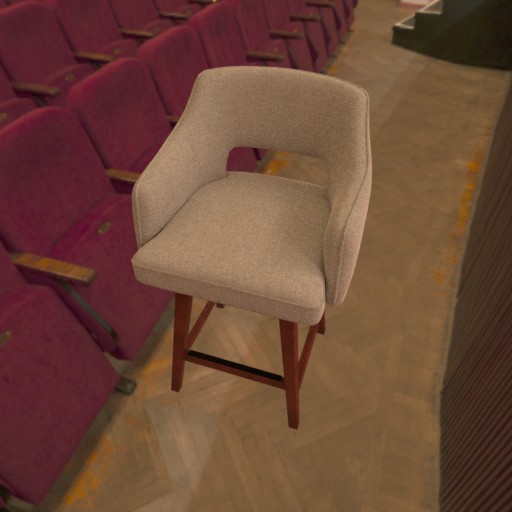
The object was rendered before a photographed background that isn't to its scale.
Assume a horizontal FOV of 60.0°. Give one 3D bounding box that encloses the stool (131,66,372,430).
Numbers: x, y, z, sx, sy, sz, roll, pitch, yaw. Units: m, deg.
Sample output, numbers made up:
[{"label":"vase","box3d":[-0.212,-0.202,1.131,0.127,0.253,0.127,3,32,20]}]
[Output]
[{"label":"stool","box3d":[0.000,0.000,1.348,0.599,0.944,0.558,13,43,14]}]
